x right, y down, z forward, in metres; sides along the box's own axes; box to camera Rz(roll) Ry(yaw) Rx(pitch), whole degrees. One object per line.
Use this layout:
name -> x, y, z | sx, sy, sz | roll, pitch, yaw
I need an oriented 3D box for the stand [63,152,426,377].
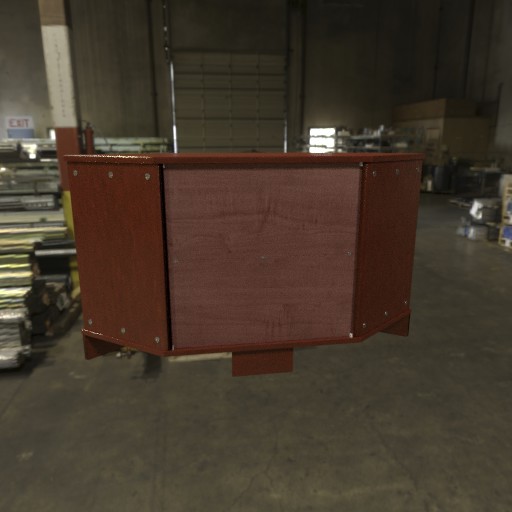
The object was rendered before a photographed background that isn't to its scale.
stand -> 0.000, 0.000, 1.372 | 1.072, 0.614, 0.381 | -2, 15, -9
